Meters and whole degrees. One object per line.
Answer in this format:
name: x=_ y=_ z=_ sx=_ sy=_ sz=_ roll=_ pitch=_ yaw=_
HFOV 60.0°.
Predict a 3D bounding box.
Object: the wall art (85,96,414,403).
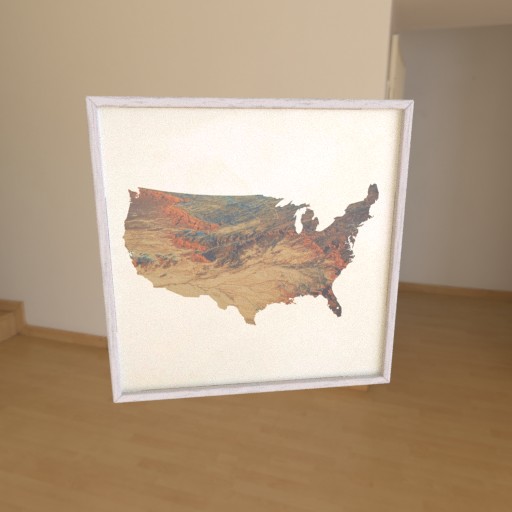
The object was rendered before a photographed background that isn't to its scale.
wall art: x=0.000 y=0.000 z=1.920 sx=1.287 sy=1.288 sz=0.078 roll=-2 pitch=15 yaw=-7
